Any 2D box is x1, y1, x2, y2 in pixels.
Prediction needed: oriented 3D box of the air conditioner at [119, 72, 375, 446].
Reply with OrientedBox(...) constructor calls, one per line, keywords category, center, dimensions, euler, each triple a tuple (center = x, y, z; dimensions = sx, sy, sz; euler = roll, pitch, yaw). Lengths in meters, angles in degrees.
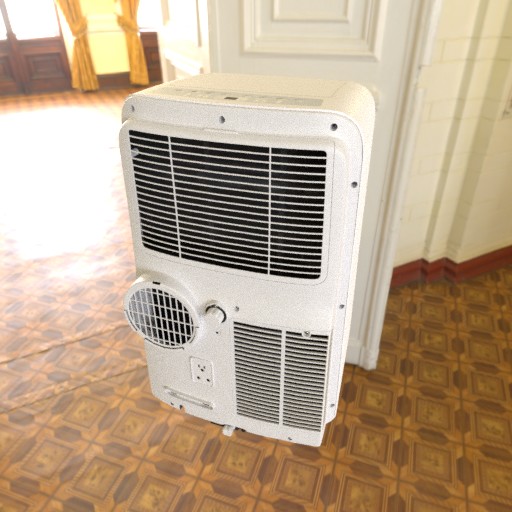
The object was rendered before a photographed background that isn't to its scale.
OrientedBox(category="air conditioner", center=(0.000, 0.000, 1.032), dimensions=(0.478, 0.765, 0.467), euler=(10, 34, 16))
